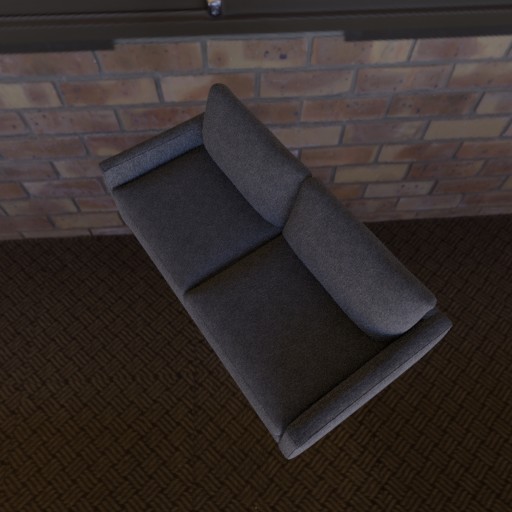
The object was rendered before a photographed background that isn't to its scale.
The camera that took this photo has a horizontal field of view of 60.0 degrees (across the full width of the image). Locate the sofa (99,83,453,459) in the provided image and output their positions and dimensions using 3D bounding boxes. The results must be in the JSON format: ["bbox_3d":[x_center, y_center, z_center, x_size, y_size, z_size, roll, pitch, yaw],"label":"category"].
[{"bbox_3d":[0.000,0.000,2.249,0.866,0.862,1.716,-32,65,-17],"label":"sofa"}]
